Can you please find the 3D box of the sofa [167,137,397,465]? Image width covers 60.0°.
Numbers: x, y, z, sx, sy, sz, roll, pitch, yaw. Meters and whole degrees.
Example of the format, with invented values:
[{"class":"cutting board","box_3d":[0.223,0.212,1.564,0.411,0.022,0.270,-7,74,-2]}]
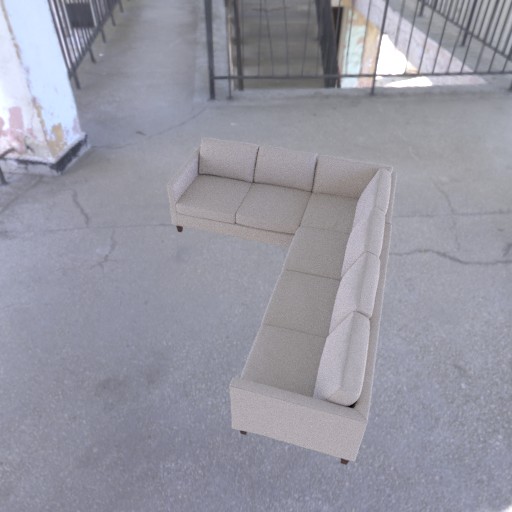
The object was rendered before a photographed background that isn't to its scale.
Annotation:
[{"class":"sofa","box_3d":[0.000,0.000,4.327,2.432,0.863,3.182,11,43,13]}]
